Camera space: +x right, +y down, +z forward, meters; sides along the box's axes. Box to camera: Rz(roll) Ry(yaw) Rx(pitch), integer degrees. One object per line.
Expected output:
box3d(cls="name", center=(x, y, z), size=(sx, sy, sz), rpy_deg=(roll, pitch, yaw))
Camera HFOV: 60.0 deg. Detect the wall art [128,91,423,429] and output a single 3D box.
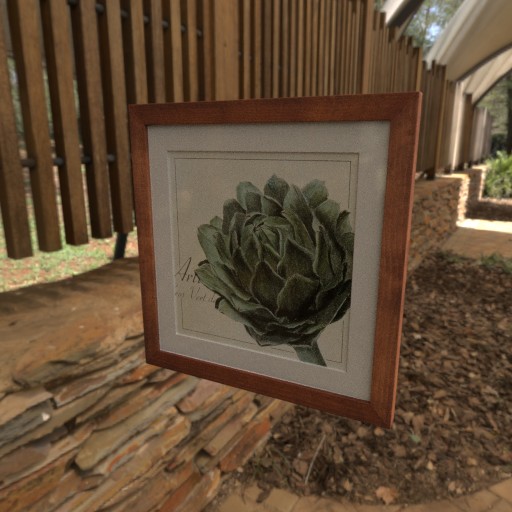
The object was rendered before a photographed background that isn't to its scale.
box3d(cls="wall art", center=(0.000, 0.000, 0.857), size=(0.554, 0.572, 0.037), rpy_deg=(7, 16, 25))
